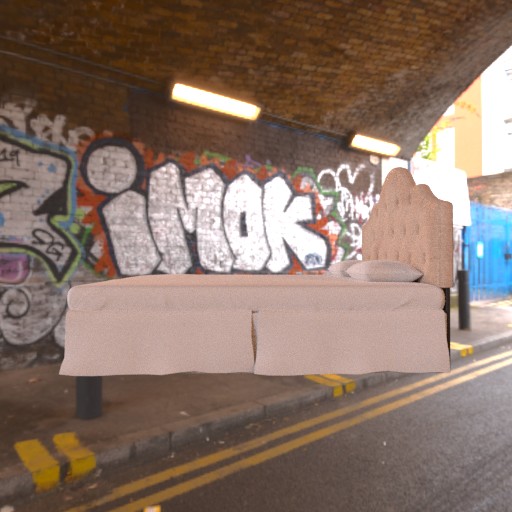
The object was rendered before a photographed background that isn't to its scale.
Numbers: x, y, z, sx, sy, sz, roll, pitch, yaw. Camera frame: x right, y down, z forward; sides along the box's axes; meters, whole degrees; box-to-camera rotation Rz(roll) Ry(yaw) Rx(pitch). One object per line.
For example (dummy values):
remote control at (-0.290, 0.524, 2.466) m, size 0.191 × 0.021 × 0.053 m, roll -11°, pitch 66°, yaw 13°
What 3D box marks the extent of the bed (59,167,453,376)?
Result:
bed at (0.000, 0.000, 2.987) m, size 1.970 × 1.194 × 1.667 m, roll 0°, pitch -1°, yaw 0°
